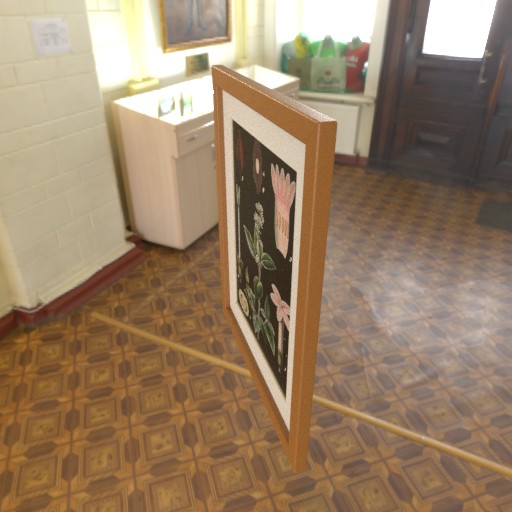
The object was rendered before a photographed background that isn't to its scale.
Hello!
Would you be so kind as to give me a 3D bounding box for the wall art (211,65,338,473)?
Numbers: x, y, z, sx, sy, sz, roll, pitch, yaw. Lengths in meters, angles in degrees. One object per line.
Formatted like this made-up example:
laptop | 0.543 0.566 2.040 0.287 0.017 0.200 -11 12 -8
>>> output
wall art | 0.000 0.000 0.519 0.015 0.379 0.310 -9 31 -16
